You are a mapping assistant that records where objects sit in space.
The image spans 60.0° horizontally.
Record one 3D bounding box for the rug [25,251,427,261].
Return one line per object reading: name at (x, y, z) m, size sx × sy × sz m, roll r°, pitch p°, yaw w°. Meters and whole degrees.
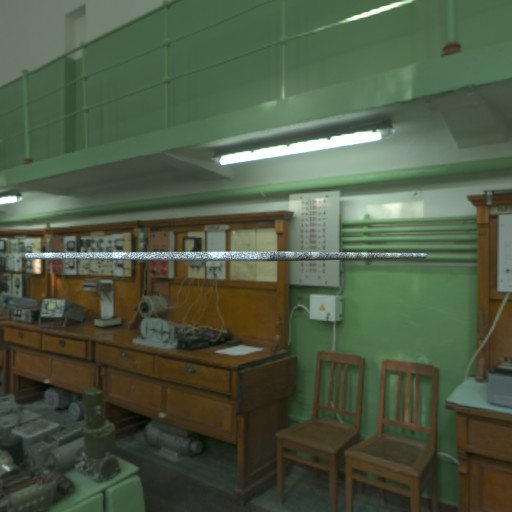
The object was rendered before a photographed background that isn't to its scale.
rug at (0.000, 0.000, 2.126) m, size 1.200 × 0.025 × 1.600 m, roll 0°, pitch 0°, yaw 35°
